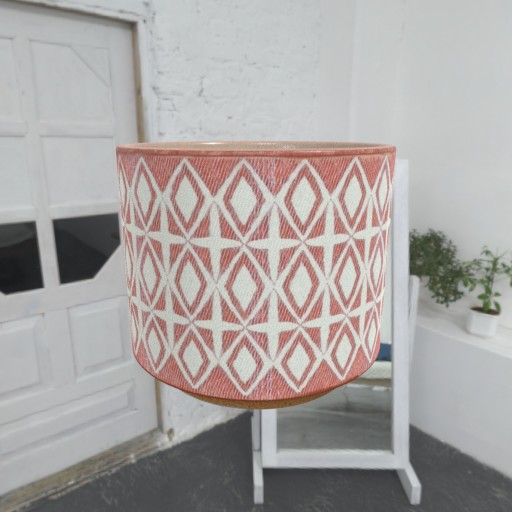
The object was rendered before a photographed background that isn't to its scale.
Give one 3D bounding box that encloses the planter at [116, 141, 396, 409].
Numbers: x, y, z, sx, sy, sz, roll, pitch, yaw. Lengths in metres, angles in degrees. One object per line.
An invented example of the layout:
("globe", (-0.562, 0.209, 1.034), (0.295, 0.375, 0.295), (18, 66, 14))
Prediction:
("planter", (0.000, 0.000, 0.483), (0.273, 0.237, 0.273), (0, 16, 0))
